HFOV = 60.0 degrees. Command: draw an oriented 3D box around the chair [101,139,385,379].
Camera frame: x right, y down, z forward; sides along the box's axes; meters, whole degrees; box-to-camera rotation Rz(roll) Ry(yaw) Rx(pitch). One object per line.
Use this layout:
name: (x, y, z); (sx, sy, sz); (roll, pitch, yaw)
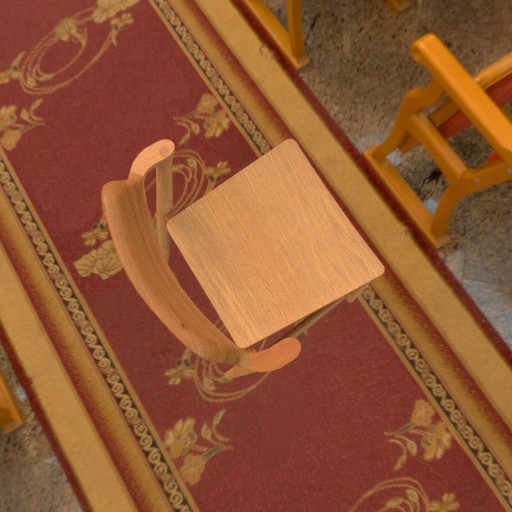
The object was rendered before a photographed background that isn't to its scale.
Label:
chair: (0.000, 0.000, 1.134); (0.499, 0.792, 0.512); (-31, 79, -7)
